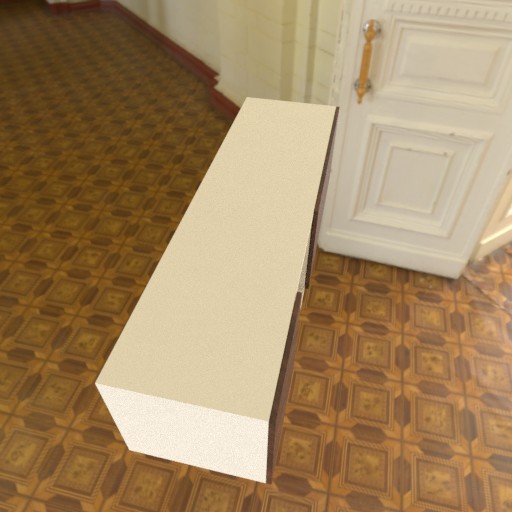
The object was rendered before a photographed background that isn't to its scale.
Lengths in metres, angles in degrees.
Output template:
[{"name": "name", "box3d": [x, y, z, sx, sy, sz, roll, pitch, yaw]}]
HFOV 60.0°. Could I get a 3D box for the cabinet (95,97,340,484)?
[{"name": "cabinet", "box3d": [0.000, 0.000, 1.705, 0.431, 0.533, 1.499, 9, 46, 9]}]
